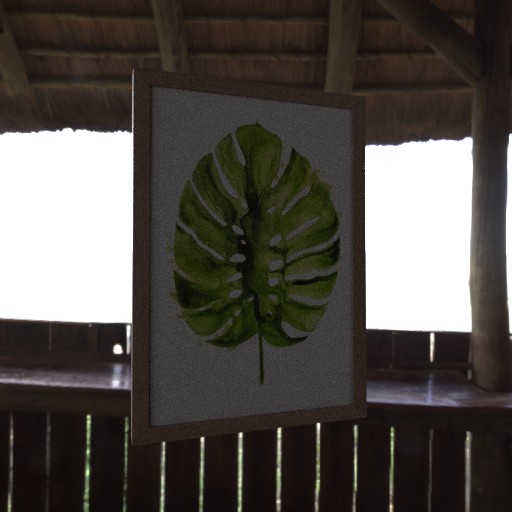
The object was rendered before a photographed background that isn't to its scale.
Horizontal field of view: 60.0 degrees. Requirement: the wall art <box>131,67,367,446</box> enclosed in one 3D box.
[{"bbox_3d":[0.000,0.000,0.665,0.358,0.510,0.032,0,-1,-18],"label":"wall art"}]
